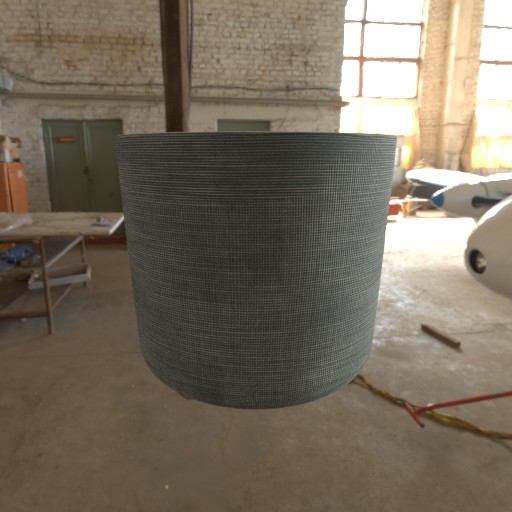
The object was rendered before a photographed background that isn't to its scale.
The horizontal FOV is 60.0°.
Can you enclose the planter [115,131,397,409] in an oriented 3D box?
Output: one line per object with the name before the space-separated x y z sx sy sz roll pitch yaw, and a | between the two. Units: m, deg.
planter | 0.000 0.000 0.769 0.440 0.398 0.440 0 13 0
